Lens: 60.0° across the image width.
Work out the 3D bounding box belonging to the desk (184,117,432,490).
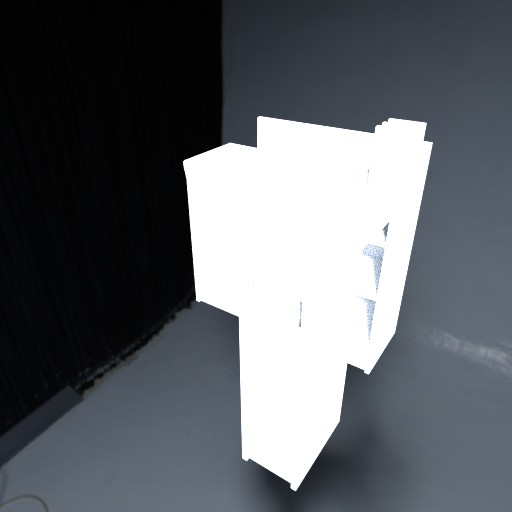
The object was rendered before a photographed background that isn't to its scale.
[{"bbox_3d":[0.000,0.000,1.734,0.940,0.986,0.940,19,35,29],"label":"desk"}]
